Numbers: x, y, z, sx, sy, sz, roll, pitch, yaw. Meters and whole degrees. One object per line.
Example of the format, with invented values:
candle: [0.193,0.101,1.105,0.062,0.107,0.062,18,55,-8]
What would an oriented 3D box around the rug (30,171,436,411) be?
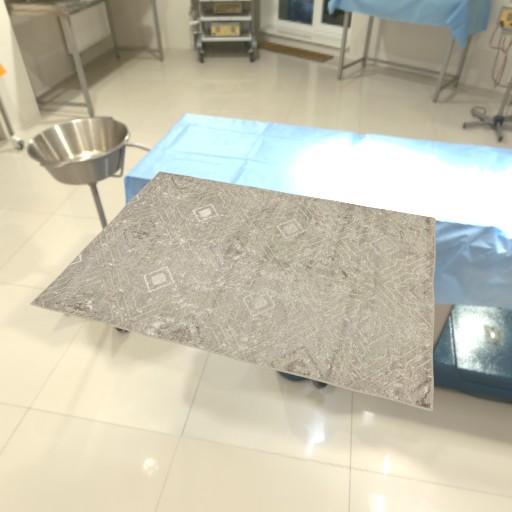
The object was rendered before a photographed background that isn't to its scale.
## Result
rug: [0.000,0.000,4.349,3.359,0.020,2.448,12,42,13]
